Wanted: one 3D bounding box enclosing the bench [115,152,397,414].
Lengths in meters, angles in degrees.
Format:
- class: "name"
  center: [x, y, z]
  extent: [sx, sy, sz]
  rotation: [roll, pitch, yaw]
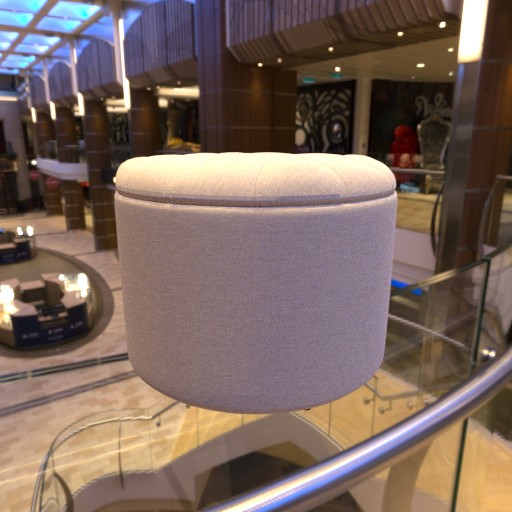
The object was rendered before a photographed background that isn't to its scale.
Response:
- class: "bench"
  center: [0.000, 0.000, 1.018]
  extent: [0.600, 0.454, 0.600]
  rotation: [0, 15, 0]
